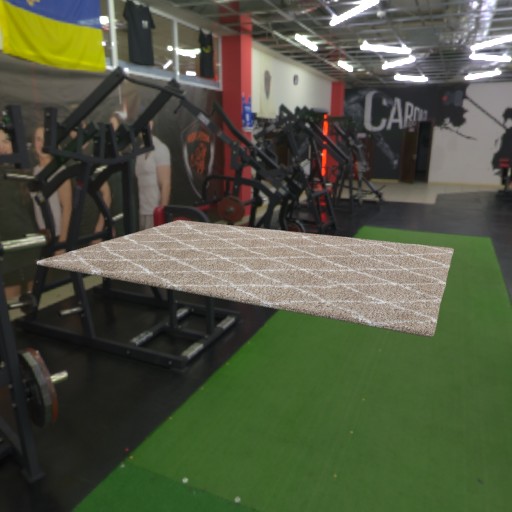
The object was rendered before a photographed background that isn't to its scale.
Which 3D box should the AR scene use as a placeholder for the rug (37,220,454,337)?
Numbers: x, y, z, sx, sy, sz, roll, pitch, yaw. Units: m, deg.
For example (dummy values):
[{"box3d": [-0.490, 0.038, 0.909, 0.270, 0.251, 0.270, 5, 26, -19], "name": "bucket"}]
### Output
[{"box3d": [0.000, 0.000, 3.445, 2.743, 0.030, 1.778, 8, 17, 25], "name": "rug"}]
